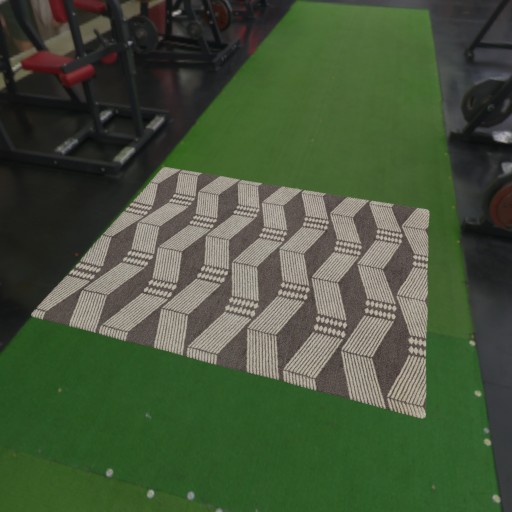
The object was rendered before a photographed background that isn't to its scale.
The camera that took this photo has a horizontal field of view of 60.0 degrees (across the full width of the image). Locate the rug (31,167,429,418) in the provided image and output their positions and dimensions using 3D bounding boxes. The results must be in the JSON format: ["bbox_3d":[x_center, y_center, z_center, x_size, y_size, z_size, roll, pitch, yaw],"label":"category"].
[{"bbox_3d":[0.000,0.000,4.091,3.048,0.016,2.438,11,43,13],"label":"rug"}]
